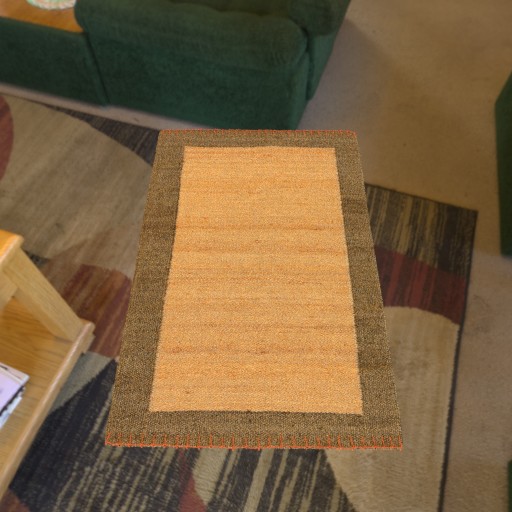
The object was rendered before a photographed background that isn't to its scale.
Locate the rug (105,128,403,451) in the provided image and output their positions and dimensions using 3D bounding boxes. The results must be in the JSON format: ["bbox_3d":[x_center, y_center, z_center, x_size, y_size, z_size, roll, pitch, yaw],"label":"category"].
[{"bbox_3d":[0.000,0.000,2.261,1.220,0.019,1.838,1,58,0],"label":"rug"}]
